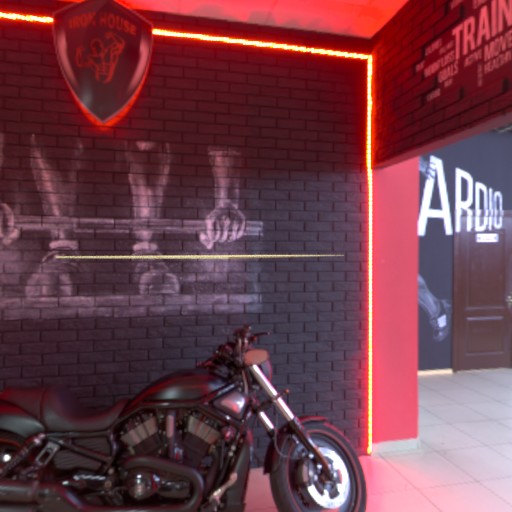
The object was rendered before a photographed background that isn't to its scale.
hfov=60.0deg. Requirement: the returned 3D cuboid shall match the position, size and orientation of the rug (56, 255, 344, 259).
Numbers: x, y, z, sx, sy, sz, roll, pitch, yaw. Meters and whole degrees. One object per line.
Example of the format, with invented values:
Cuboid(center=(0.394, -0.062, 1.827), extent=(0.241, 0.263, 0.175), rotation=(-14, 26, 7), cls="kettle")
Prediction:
Cuboid(center=(0.000, 0.000, 2.657), extent=(0.686, 0.006, 2.437), rotation=(0, 0, 20), cls="rug")
